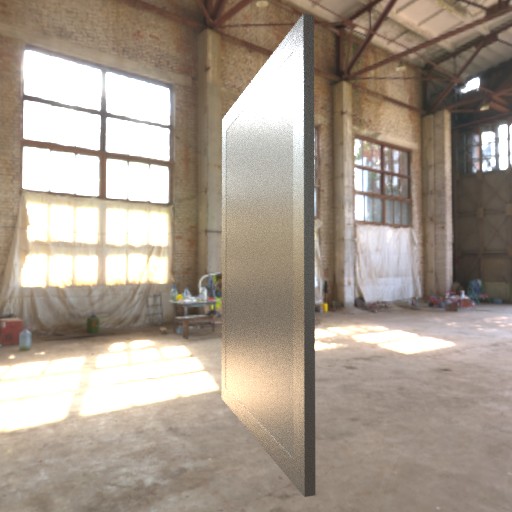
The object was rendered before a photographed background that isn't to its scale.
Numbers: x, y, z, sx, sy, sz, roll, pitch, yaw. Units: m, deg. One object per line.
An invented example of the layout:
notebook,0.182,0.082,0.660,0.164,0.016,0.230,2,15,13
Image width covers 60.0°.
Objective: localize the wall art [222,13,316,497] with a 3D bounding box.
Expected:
wall art,0.000,0.000,0.664,0.013,0.529,0.376,0,-1,-18
